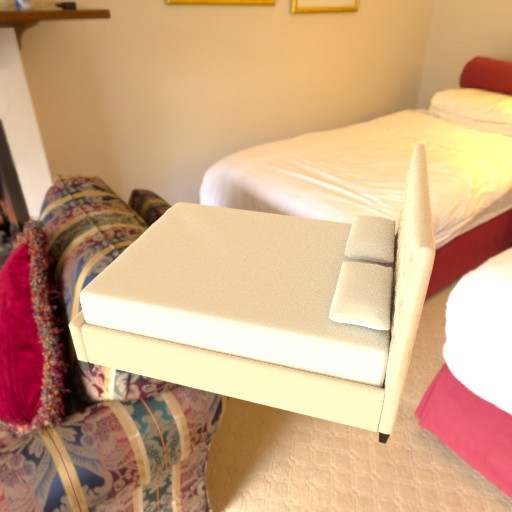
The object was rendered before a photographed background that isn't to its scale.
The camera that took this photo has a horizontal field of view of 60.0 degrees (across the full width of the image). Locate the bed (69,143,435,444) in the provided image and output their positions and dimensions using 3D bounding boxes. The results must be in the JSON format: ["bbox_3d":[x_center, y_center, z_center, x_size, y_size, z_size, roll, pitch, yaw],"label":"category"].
[{"bbox_3d":[0.000,0.000,3.338,2.233,1.426,1.696,9,32,14],"label":"bed"}]
